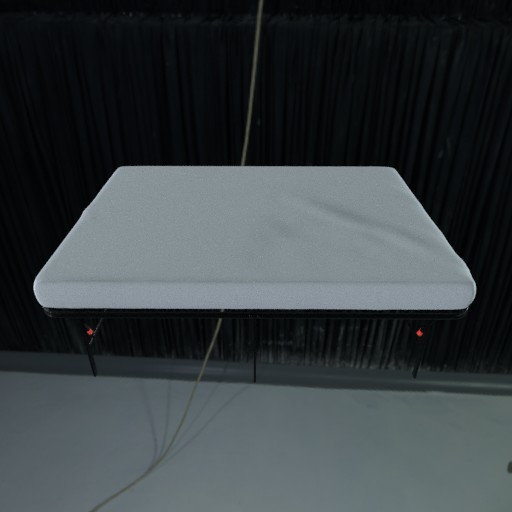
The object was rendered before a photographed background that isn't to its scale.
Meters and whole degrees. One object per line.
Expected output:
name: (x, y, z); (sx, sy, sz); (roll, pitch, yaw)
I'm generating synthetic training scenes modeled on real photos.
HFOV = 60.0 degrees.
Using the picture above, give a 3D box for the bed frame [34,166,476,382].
bed frame: (0.000, 0.000, 2.567); (1.905, 0.637, 1.372); (0, 32, 0)
